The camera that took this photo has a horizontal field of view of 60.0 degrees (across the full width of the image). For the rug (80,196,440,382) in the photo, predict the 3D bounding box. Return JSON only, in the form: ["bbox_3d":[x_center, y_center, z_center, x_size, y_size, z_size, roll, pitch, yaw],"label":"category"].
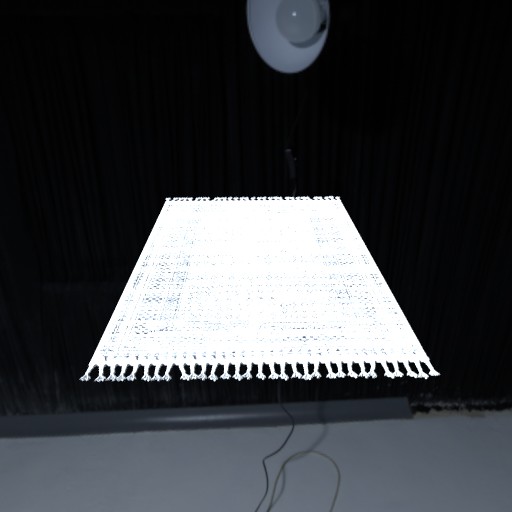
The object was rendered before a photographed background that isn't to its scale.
[{"bbox_3d":[0.000,0.000,2.338,1.243,0.013,1.872,-1,27,-1],"label":"rug"}]
